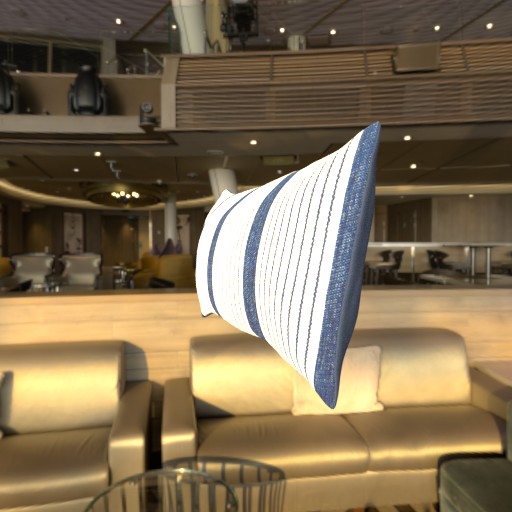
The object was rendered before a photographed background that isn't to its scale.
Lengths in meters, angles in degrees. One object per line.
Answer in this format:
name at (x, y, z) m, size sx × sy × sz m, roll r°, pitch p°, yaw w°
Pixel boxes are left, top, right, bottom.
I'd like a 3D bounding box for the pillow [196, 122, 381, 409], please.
pillow at (0.000, 0.000, 0.726) m, size 0.156 × 0.292 × 0.608 m, roll 0°, pitch 1°, yaw -19°
